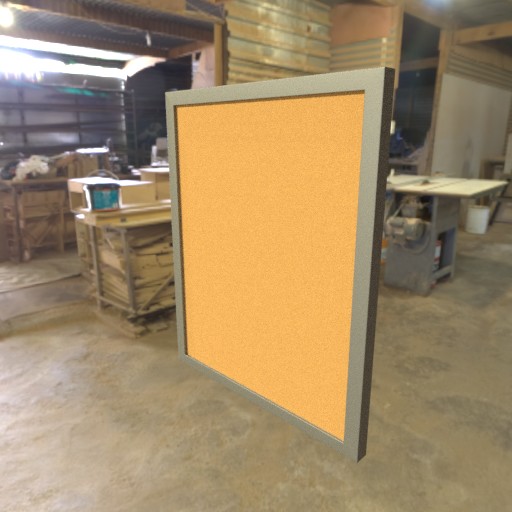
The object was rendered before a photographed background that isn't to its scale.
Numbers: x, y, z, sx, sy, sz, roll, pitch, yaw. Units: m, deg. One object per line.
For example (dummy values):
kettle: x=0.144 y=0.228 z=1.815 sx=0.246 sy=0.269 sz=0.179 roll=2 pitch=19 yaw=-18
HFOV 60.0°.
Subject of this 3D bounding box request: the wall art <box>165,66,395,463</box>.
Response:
wall art: x=0.000 y=0.000 z=0.763 sx=0.458 sy=0.558 sz=0.029 roll=15 pitch=21 yaw=43
